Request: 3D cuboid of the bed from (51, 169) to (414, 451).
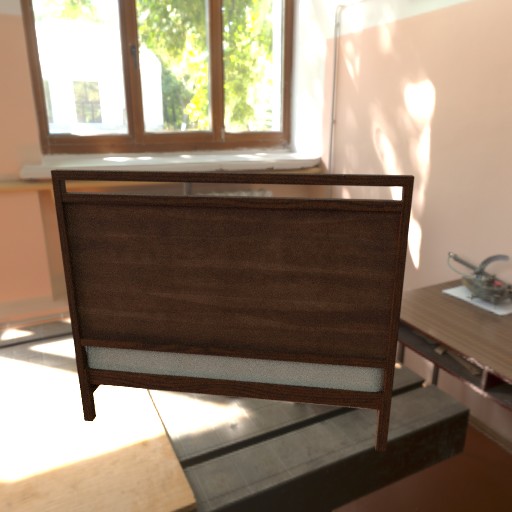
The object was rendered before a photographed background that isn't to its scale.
[{"bbox_3d":[0.000,0.000,3.371,1.765,1.487,2.218,2,17,8],"label":"bed"}]
